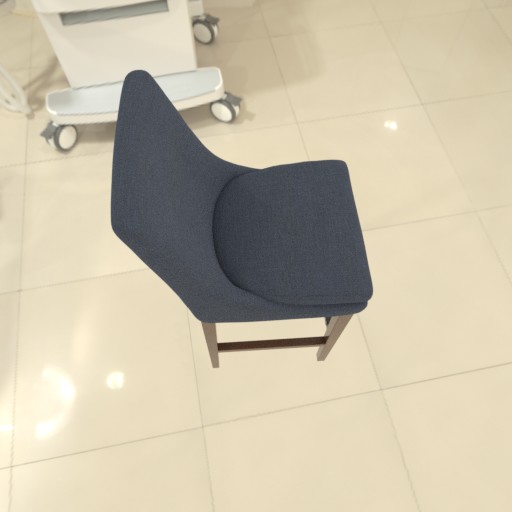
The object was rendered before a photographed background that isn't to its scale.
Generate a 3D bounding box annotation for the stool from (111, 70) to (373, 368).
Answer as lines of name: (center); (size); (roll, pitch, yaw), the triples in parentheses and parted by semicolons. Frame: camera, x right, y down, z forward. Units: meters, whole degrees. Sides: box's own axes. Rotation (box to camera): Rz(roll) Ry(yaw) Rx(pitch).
stool: (0.000, 0.000, 1.356); (0.577, 1.078, 0.470); (-4, 63, -2)
